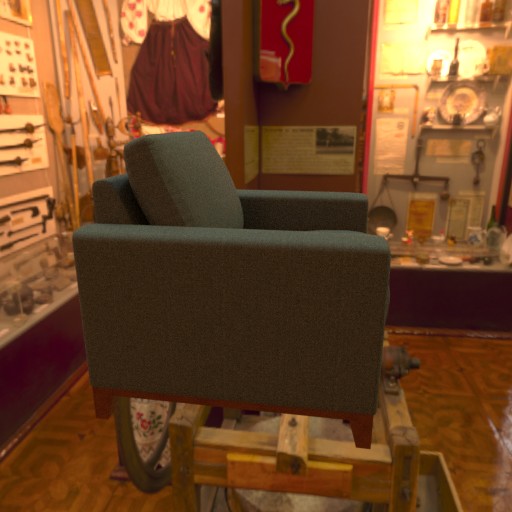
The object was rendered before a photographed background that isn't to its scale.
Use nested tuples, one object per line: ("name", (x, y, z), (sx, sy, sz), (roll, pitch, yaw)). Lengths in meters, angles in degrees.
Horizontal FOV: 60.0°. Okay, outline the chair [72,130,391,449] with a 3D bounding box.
("chair", (0.000, 0.000, 1.871), (1.038, 1.010, 1.024), (3, 17, 9))
